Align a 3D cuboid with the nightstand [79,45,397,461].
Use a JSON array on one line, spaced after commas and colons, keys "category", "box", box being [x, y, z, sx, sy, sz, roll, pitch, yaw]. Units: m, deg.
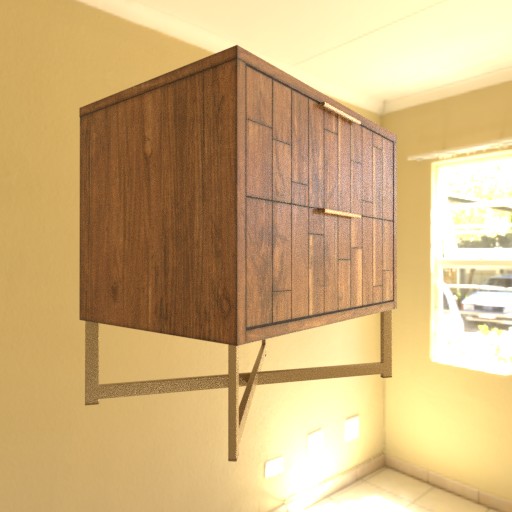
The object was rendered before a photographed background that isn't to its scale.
[{"category": "nightstand", "box": [0.000, 0.000, 1.010, 0.446, 0.610, 0.610, 0, 0, 39]}]
